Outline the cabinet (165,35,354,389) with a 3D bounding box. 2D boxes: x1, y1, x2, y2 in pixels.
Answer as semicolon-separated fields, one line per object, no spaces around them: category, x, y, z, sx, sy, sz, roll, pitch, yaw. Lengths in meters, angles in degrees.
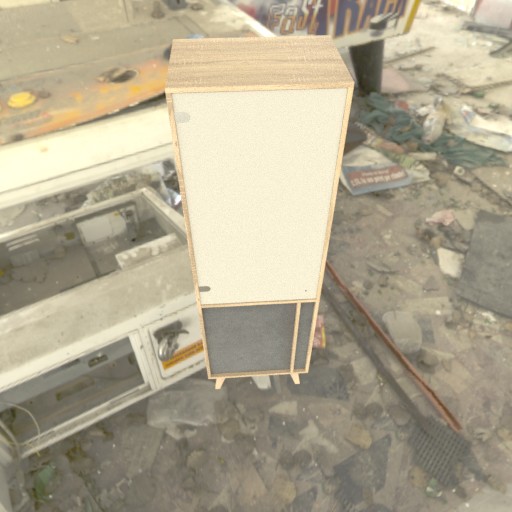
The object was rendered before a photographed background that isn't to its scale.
cabinet;0.000;0.000;2.123;0.570;1.850;0.400;-3;45;-3
